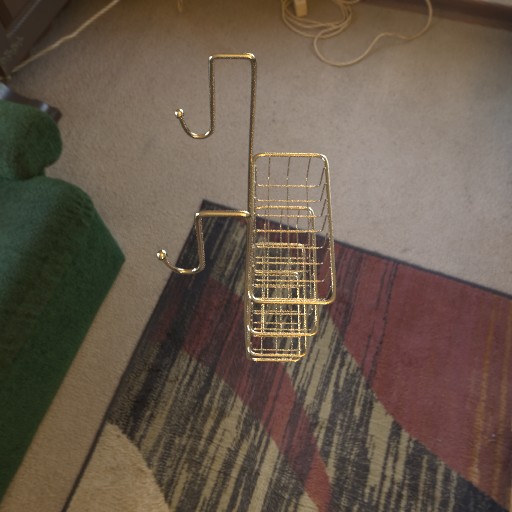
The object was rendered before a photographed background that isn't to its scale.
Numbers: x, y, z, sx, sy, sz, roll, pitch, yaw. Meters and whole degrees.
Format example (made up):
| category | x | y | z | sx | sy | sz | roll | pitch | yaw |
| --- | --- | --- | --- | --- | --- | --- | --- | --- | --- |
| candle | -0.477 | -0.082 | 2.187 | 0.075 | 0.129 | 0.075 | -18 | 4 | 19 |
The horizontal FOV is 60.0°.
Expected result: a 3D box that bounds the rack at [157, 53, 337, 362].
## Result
| category | x | y | z | sx | sy | sz | roll | pitch | yaw |
| --- | --- | --- | --- | --- | --- | --- | --- | --- | --- |
| rack | 0.000 | 0.000 | 0.680 | 0.202 | 0.574 | 0.228 | 1 | 64 | 0 |
